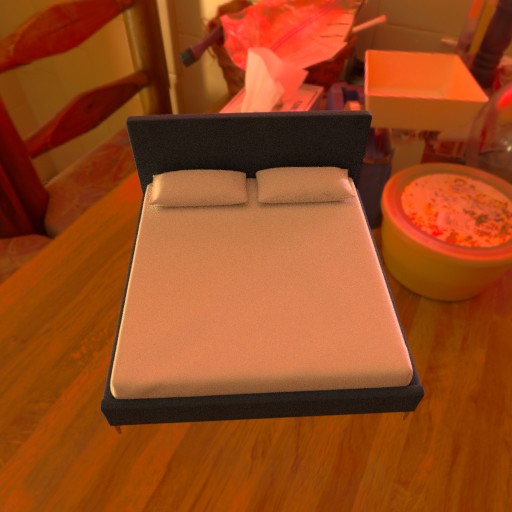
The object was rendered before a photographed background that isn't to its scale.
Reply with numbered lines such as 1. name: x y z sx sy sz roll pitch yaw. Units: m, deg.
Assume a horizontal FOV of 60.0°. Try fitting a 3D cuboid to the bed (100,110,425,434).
1. bed: 0.000 0.000 3.459 2.096 1.231 2.232 -2 47 -2
